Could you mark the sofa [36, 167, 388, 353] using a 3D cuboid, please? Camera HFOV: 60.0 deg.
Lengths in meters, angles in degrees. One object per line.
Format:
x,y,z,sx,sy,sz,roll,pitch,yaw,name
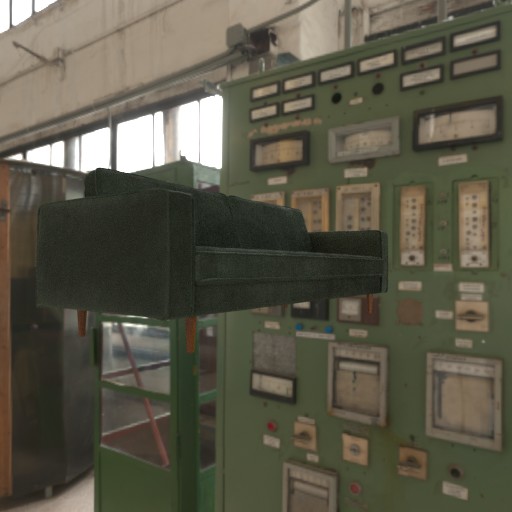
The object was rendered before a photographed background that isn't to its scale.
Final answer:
0.000,0.000,2.610,0.886,0.781,2.214,-1,-2,36,sofa
